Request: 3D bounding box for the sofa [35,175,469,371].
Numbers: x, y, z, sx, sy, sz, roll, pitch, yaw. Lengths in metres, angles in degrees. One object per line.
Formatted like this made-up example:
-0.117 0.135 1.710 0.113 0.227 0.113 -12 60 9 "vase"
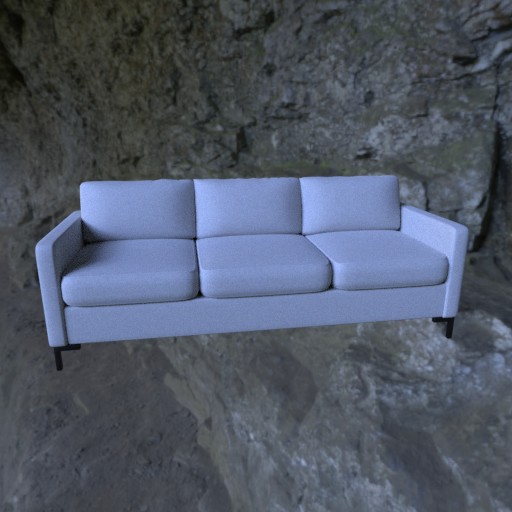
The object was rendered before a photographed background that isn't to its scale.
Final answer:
0.000 0.000 2.661 2.218 0.874 0.859 -3 17 -9 "sofa"
